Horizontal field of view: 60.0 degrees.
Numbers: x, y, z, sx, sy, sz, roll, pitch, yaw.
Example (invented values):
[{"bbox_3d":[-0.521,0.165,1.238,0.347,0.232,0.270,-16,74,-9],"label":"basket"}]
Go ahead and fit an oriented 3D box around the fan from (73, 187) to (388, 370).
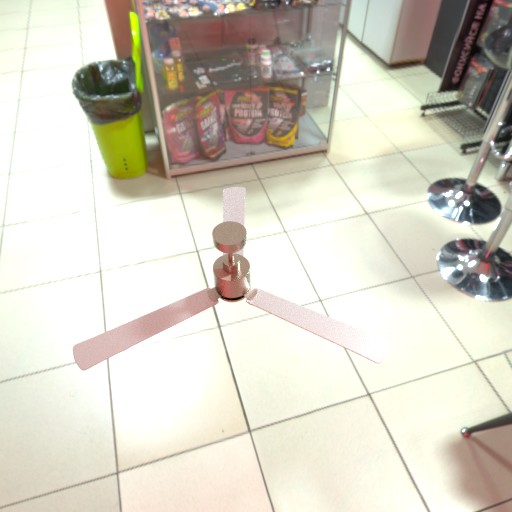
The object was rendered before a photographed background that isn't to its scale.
[{"bbox_3d":[0.000,0.000,2.402,1.531,0.446,1.561,12,48,11],"label":"fan"}]
